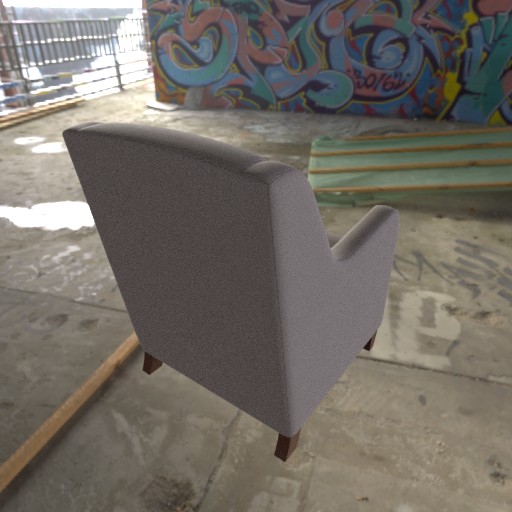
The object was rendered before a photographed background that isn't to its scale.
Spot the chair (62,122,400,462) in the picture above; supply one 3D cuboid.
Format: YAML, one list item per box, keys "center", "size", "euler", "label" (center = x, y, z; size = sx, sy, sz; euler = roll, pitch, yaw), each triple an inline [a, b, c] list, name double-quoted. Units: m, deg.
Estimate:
- center: [0.000, 0.000, 1.557]
  size: [0.715, 1.010, 0.863]
  euler: [20, 35, 32]
  label: "chair"
